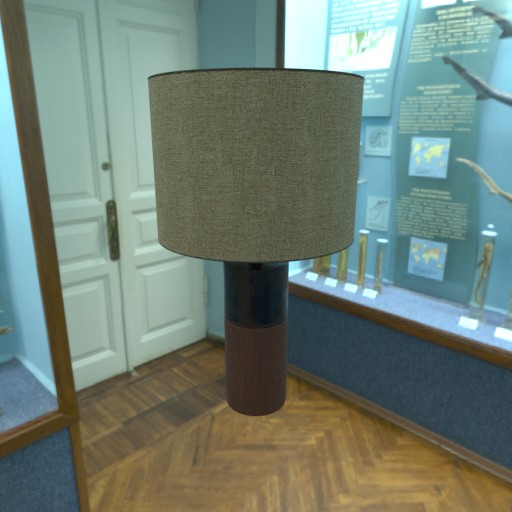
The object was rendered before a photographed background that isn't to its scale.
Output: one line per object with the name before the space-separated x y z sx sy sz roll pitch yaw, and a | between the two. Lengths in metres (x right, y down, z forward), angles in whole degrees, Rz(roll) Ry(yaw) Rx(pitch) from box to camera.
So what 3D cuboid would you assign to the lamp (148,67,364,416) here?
lamp | 0.000 0.000 0.473 0.202 0.350 0.202 0 16 0
